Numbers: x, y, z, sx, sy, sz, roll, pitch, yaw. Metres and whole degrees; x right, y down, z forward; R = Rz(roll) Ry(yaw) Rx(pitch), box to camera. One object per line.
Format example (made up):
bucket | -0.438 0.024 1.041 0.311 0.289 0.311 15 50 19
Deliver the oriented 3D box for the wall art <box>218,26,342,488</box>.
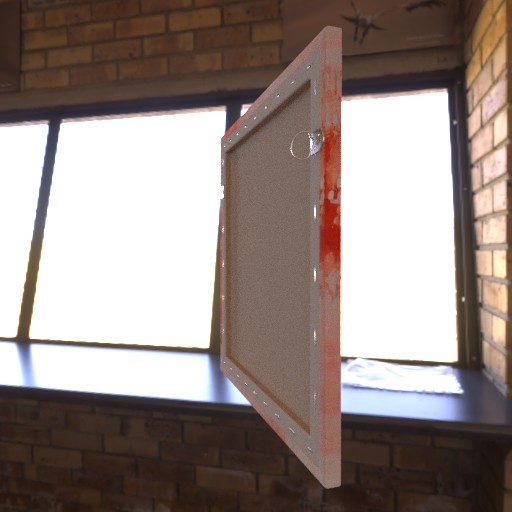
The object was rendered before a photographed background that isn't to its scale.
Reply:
wall art | 0.000 0.000 1.255 0.066 0.878 0.878 0 1 -18
